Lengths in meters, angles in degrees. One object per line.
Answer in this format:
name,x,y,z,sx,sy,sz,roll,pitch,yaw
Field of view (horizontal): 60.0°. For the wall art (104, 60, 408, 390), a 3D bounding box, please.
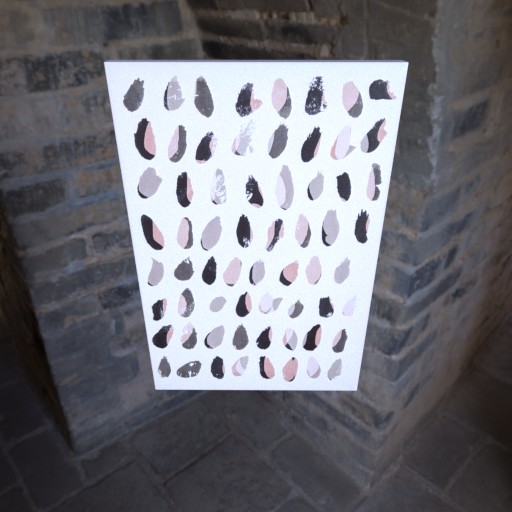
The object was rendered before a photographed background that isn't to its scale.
wall art,0.000,0.000,0.750,0.405,0.608,0.025,0,30,0
